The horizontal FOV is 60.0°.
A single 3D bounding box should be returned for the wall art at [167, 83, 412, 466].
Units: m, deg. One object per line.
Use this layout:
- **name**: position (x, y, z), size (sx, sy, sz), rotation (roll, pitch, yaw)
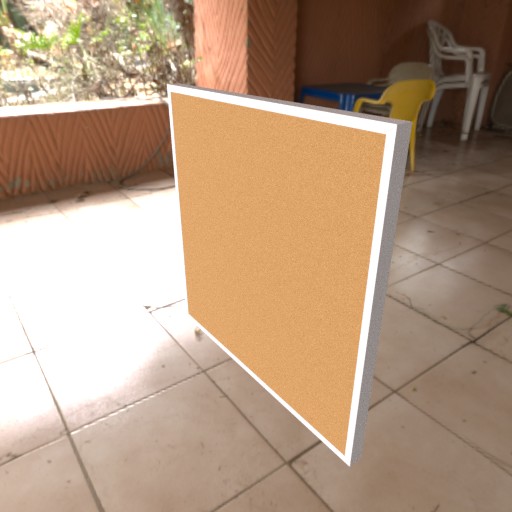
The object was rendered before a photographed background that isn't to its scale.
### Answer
- **wall art**: position (0.000, 0.000, 1.125), size (0.038, 0.762, 0.762), rotation (-19, 32, -33)
